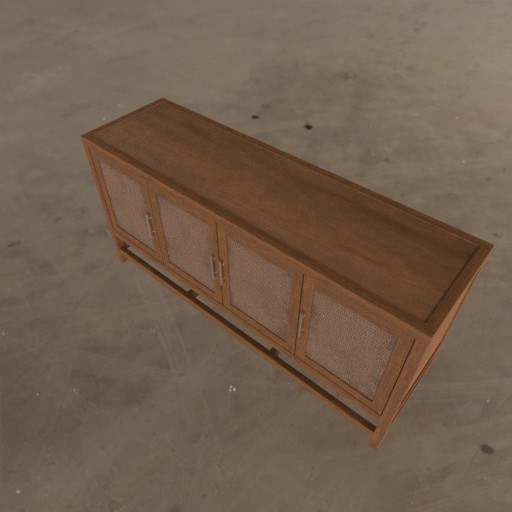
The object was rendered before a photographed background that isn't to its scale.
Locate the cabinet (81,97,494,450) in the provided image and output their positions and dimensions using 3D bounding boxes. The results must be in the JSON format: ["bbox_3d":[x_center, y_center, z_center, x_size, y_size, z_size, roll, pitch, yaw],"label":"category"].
[{"bbox_3d":[0.000,0.000,2.062,1.708,0.820,0.522,31,53,27],"label":"cabinet"}]
